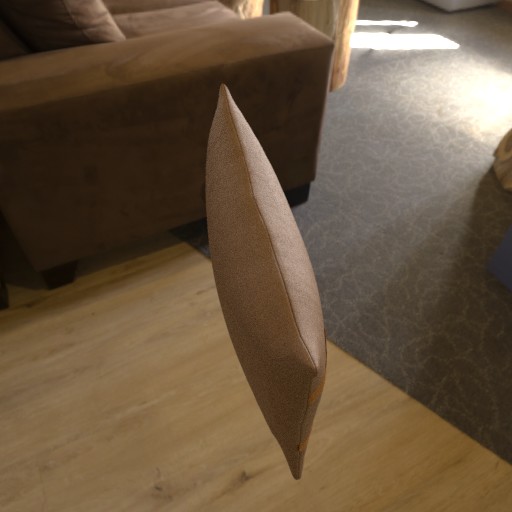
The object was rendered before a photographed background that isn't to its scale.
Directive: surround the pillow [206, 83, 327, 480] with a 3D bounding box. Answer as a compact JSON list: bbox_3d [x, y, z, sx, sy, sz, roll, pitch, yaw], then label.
[{"bbox_3d":[0.000,0.000,0.732,0.148,0.308,0.612,-8,47,-8],"label":"pillow"}]
